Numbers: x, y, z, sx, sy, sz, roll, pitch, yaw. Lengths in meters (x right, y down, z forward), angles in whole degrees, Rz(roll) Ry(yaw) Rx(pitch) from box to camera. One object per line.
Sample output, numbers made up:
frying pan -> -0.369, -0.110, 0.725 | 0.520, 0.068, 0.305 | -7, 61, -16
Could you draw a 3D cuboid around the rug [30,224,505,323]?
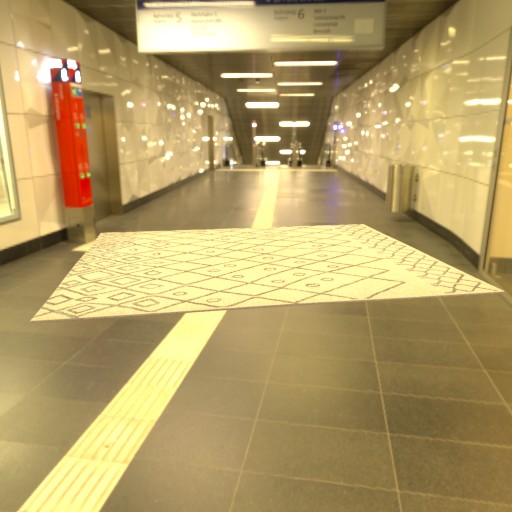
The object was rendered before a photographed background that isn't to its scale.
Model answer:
rug -> 0.000, 0.000, 3.943 | 3.046, 0.015, 2.446 | -3, 15, -9
